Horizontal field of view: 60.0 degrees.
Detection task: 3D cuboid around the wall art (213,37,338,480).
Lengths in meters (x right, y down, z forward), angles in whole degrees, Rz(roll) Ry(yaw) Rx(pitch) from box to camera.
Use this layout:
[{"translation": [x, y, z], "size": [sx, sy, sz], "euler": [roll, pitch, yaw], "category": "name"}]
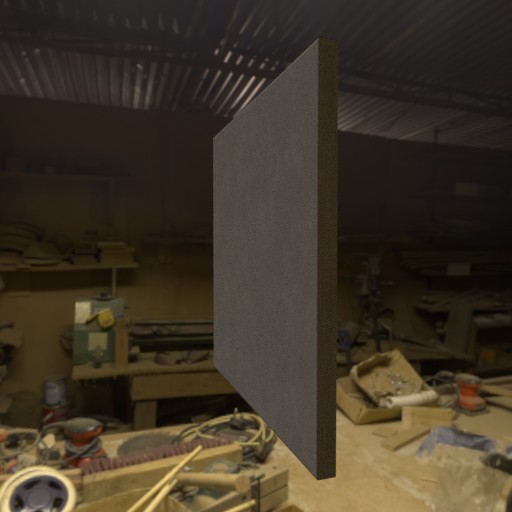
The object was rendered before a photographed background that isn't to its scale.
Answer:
[{"translation": [0.000, 0.000, 0.447], "size": [0.015, 0.303, 0.303], "euler": [-1, 2, -19], "category": "wall art"}]
